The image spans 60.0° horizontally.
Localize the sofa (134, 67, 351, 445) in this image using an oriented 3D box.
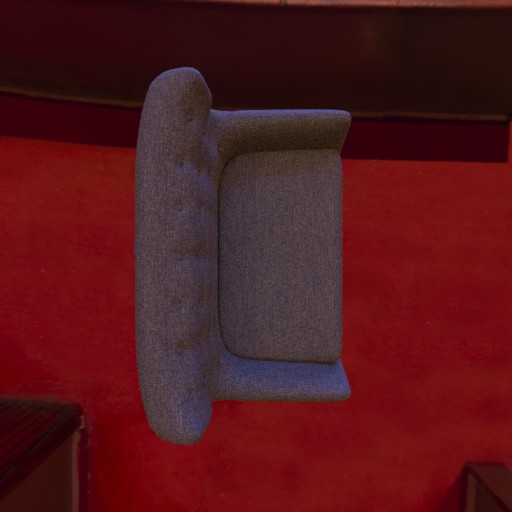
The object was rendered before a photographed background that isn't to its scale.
[{"bbox_3d":[0.000,0.000,2.053,0.874,1.028,1.358,0,90,1],"label":"sofa"}]
